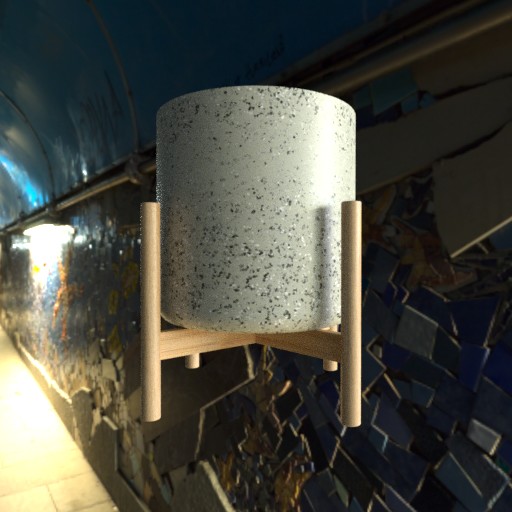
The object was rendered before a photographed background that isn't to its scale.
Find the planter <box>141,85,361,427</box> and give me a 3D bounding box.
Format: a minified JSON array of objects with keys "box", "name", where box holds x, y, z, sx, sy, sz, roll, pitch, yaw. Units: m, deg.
[{"box":[0.000,0.000,0.694,0.360,0.419,0.360,0,1,-19],"name":"planter"}]
